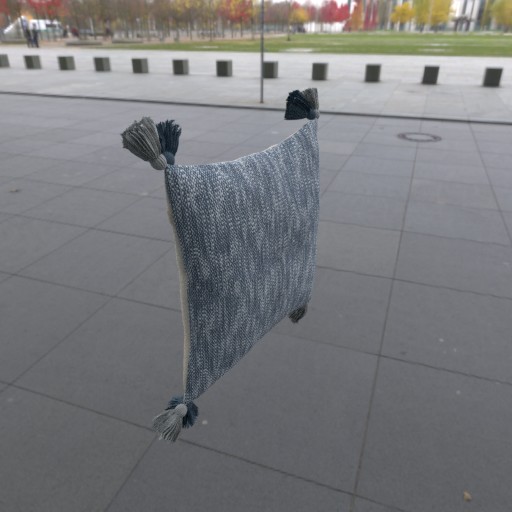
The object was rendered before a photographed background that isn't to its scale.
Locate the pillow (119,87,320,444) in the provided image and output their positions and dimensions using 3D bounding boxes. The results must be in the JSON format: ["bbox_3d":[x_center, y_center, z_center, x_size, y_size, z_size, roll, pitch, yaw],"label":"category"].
[{"bbox_3d":[0.000,0.000,0.928,0.138,0.634,0.614,18,32,31],"label":"pillow"}]
